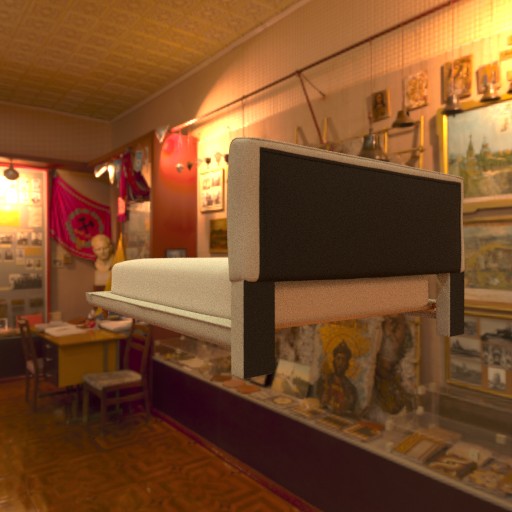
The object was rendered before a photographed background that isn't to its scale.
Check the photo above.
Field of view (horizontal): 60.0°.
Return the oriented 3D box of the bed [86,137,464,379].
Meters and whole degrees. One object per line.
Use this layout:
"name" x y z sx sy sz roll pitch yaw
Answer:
"bed" 0.000 0.000 3.343 1.840 1.067 2.368 0 0 -37
